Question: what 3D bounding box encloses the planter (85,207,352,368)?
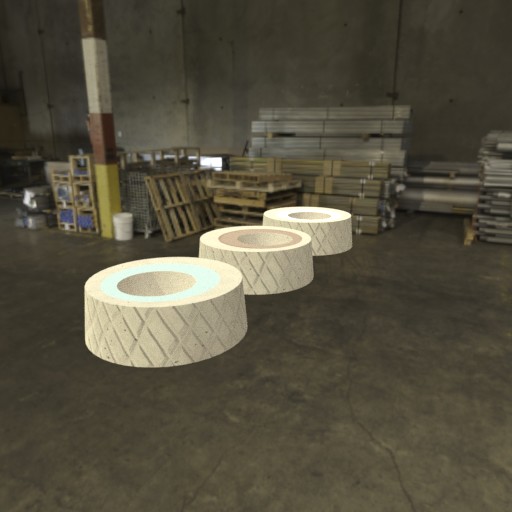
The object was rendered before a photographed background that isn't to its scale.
[{"bbox_3d":[0.000,0.000,0.433,0.114,0.038,0.390,8,18,26],"label":"planter"}]
